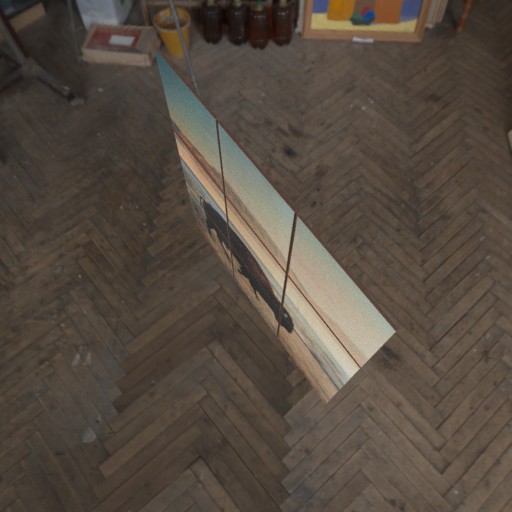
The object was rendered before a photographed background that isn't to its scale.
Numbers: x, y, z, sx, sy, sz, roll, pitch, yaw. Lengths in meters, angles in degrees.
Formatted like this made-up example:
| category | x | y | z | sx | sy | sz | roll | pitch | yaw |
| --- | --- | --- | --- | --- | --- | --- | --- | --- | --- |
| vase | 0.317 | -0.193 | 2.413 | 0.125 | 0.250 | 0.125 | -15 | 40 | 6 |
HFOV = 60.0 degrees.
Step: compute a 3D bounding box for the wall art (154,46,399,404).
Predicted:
| category | x | y | z | sx | sy | sz | roll | pitch | yaw |
| --- | --- | --- | --- | --- | --- | --- | --- | --- | --- |
| wall art | 0.000 | 0.000 | 2.320 | 0.019 | 1.532 | 1.533 | -32 | 68 | -15 |
